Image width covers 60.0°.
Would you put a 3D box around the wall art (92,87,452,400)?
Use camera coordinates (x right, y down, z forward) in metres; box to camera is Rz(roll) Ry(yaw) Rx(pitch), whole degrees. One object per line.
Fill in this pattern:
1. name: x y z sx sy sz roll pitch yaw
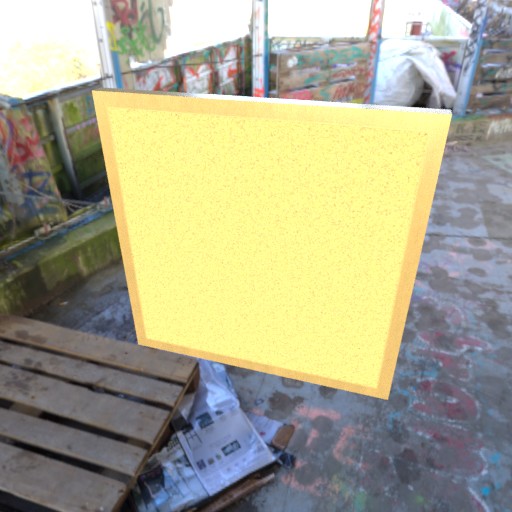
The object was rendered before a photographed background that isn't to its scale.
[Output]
1. wall art: 0.000 0.000 2.843 1.935 1.936 0.097 9 32 14
